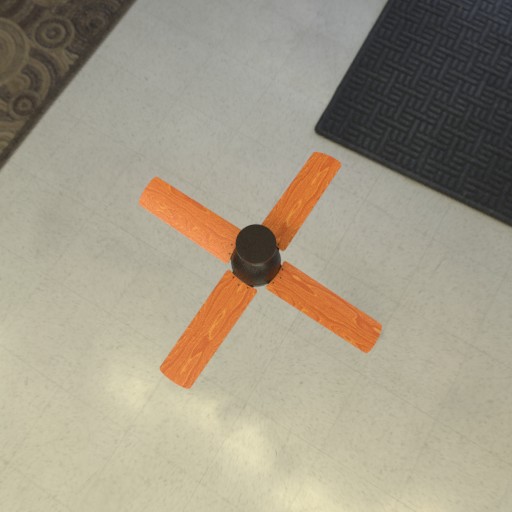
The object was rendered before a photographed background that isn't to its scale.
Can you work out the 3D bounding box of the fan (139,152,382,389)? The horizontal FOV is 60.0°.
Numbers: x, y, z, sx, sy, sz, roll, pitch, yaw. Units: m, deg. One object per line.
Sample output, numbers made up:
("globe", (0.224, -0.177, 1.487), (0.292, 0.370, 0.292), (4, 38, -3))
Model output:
("fan", (0.000, 0.000, 2.020), (1.332, 0.403, 1.332), (33, 78, 8))
